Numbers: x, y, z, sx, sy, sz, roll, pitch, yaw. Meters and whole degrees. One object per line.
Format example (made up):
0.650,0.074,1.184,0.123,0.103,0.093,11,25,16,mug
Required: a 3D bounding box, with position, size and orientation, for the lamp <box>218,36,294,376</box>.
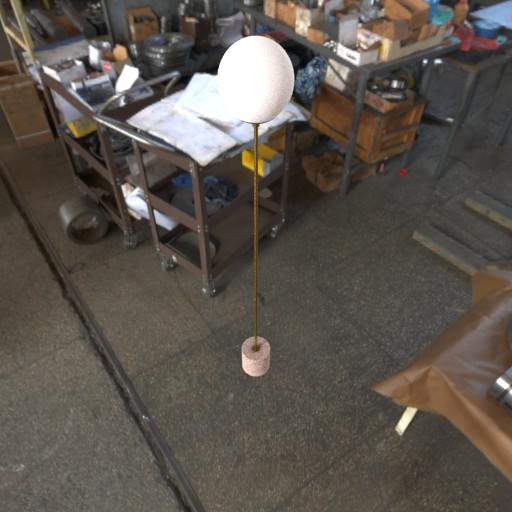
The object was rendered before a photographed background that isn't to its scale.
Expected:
0.000,0.000,1.867,0.229,1.748,0.229,15,48,14,lamp
